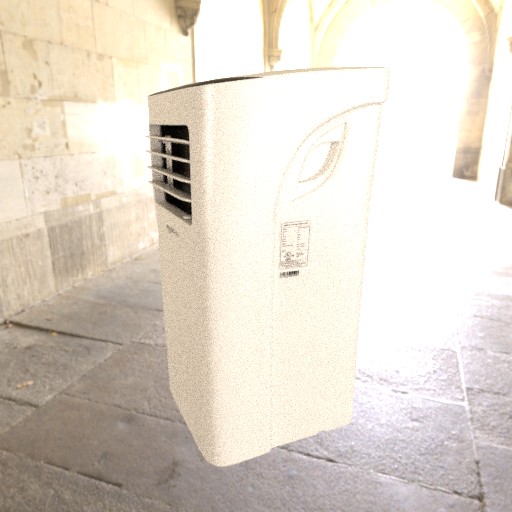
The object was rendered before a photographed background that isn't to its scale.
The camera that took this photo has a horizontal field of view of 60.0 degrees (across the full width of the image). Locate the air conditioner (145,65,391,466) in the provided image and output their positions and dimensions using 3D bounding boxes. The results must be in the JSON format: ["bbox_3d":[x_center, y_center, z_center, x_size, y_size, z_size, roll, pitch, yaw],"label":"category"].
[{"bbox_3d":[0.000,0.000,0.904,0.369,0.716,0.352,-8,18,-24],"label":"air conditioner"}]
